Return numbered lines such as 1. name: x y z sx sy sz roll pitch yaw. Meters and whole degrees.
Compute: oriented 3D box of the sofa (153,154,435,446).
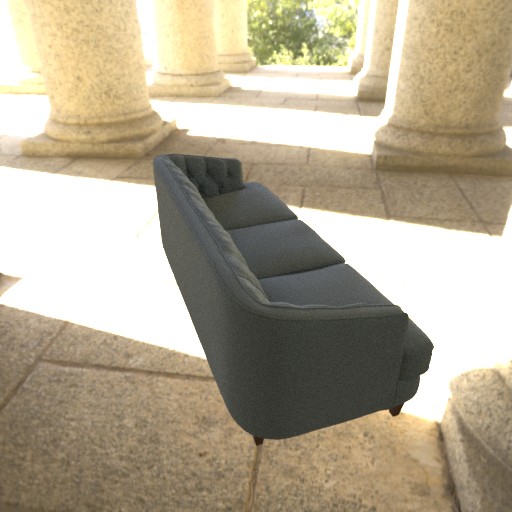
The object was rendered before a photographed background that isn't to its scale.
1. sofa: 0.000 0.000 2.784 0.941 0.855 2.278 -11 31 -18
